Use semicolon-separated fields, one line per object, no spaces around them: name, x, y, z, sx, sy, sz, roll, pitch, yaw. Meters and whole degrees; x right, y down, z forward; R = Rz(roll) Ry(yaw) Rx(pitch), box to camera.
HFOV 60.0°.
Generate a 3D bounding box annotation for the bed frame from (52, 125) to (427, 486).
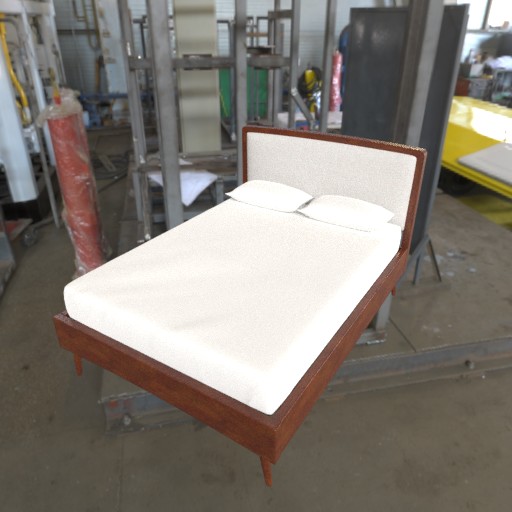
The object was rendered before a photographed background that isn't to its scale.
bed frame;0.000;0.000;3.081;1.587;1.279;2.171;17;32;28
